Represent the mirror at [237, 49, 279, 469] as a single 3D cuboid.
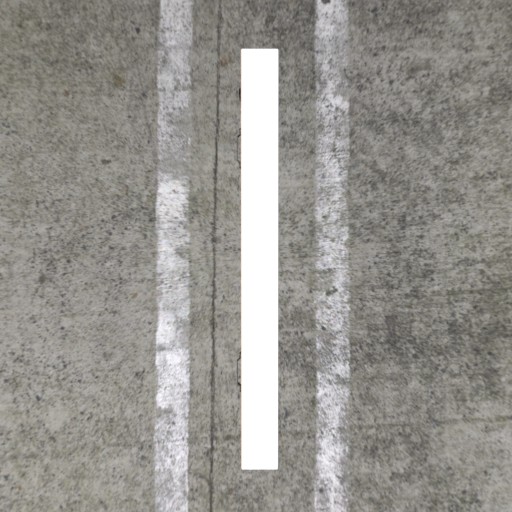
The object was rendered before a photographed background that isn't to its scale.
[{"bbox_3d":[0.000,0.000,0.680,0.041,0.508,0.405,0,91,0],"label":"mirror"}]
